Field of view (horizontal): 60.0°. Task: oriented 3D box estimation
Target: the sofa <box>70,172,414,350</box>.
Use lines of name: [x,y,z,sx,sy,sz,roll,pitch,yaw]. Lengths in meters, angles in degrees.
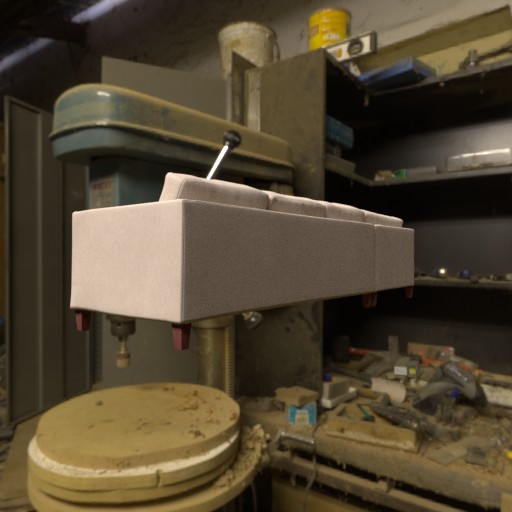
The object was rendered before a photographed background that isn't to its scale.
sofa: [0.000,0.000,3.714,1.625,0.846,3.186,0,0,38]
